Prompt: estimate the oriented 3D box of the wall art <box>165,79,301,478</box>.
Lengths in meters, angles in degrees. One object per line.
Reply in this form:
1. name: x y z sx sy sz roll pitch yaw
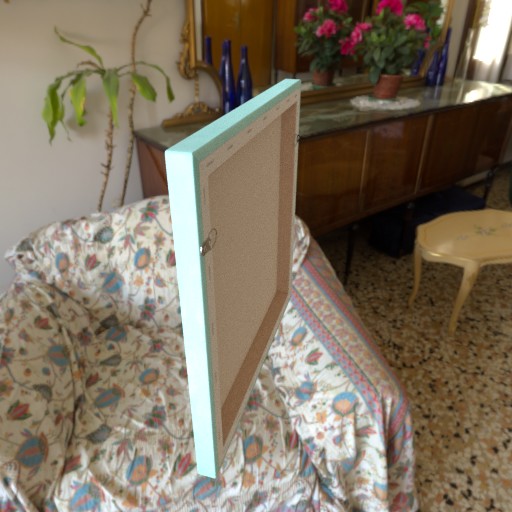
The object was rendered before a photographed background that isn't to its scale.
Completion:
1. wall art: 0.000 0.000 1.157 0.054 0.766 0.765 8 31 15
